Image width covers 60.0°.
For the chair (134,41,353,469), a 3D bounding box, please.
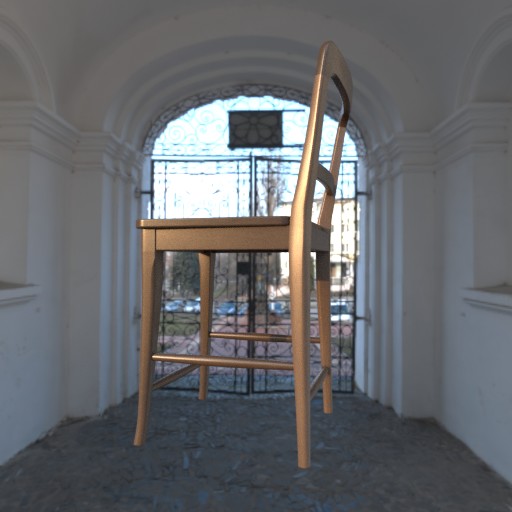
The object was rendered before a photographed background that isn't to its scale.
[{"bbox_3d":[0.000,0.000,1.280,0.546,0.991,0.450,0,-1,17],"label":"chair"}]
